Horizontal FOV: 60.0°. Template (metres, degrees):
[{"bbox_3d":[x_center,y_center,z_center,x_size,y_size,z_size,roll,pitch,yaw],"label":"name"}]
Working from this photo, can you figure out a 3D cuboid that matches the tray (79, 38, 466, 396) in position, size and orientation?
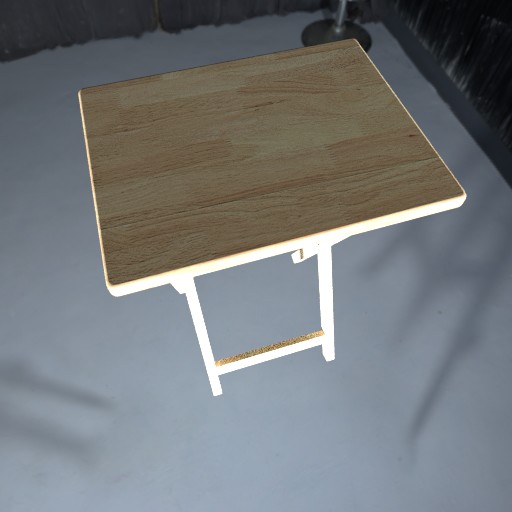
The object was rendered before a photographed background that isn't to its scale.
[{"bbox_3d":[0.000,0.000,0.932,0.483,0.660,0.381,-15,59,-9],"label":"tray"}]
